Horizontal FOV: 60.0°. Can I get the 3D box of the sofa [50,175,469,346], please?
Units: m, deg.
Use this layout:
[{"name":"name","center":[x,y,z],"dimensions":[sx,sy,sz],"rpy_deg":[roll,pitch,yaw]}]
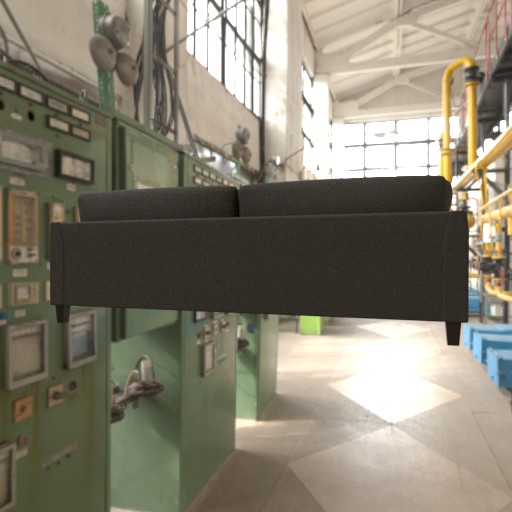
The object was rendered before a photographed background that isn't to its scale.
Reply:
[{"name":"sofa","center":[0.000,0.000,2.727],"dimensions":[2.312,0.792,0.969],"rpy_deg":[0,0,18]}]
